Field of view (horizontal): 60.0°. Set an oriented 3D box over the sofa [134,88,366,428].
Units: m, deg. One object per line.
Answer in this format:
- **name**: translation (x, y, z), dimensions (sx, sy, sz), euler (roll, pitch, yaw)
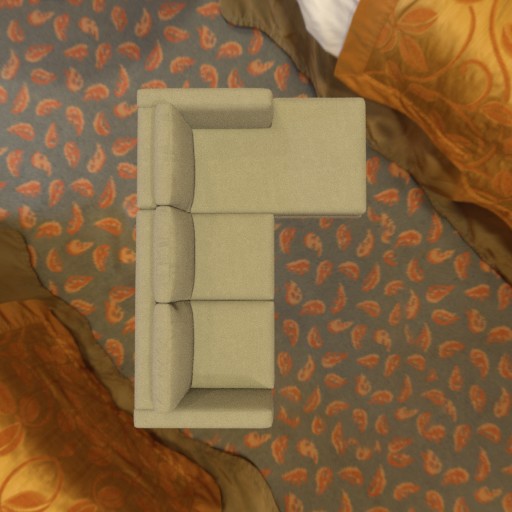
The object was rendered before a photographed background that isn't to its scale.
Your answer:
- **sofa**: translation (0.000, 0.000, 3.167), dimensions (1.580, 0.860, 2.300), euler (0, 88, 0)
